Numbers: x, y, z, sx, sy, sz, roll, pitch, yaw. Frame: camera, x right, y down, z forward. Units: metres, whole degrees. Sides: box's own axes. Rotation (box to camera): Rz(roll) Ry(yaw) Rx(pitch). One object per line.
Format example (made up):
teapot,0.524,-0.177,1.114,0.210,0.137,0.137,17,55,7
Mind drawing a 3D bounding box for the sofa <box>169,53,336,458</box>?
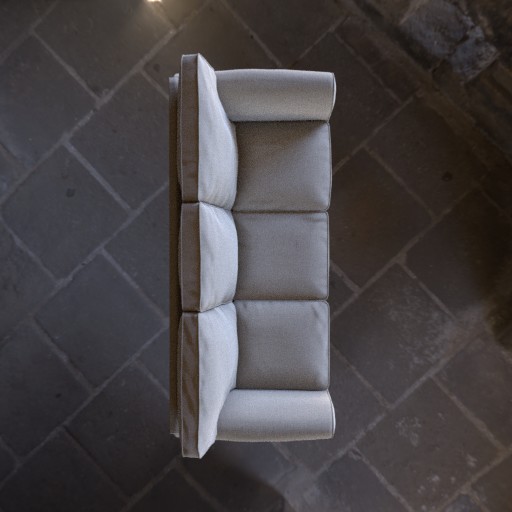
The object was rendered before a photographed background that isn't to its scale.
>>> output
sofa,0.000,0.000,2.645,0.916,0.961,2.084,0,91,2
